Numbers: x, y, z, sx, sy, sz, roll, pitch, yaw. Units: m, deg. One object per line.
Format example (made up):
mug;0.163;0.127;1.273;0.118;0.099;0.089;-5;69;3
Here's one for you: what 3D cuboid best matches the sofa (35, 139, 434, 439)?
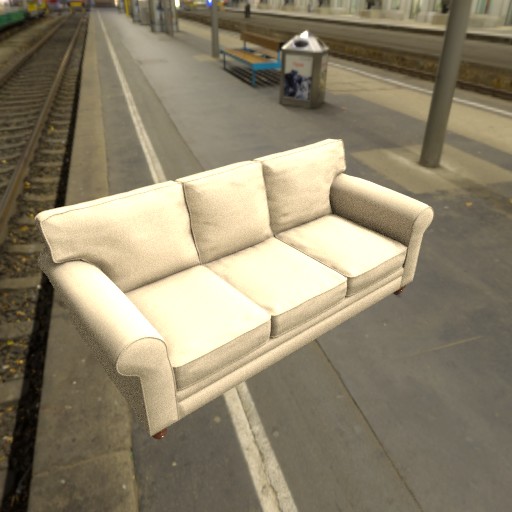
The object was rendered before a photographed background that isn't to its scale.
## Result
sofa;0.000;0.000;2.577;2.118;0.889;0.998;-22;37;-33
